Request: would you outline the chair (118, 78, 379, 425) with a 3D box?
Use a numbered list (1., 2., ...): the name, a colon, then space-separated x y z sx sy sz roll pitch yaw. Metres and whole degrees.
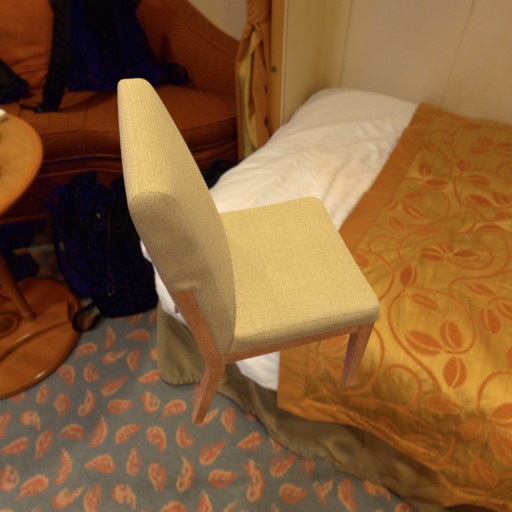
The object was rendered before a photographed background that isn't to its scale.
1. chair: 0.000 0.000 1.273 0.586 0.911 0.507 -10 47 -10
